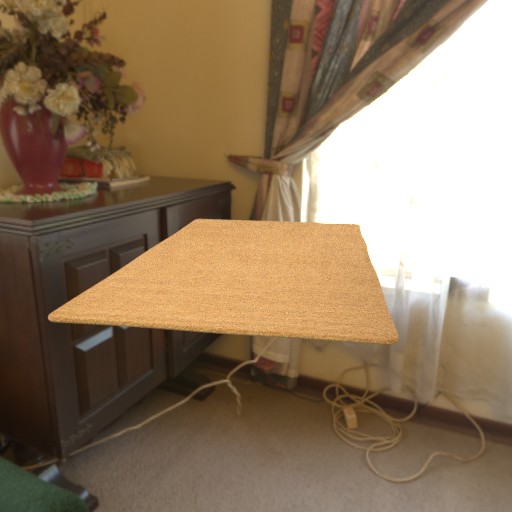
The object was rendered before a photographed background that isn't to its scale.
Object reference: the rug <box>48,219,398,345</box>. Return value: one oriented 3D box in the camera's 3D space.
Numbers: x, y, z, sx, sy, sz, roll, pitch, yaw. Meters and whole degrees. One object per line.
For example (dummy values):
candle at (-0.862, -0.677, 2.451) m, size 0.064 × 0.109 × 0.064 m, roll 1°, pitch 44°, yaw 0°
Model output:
rug at (0.000, 0.000, 2.945) m, size 1.500 × 0.025 × 2.349 m, roll 2°, pitch 16°, yaw 9°
